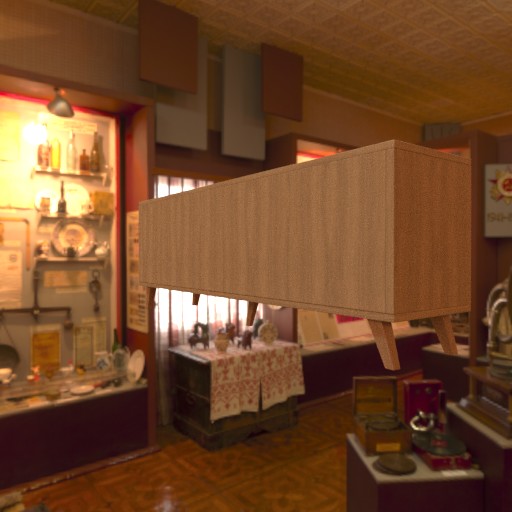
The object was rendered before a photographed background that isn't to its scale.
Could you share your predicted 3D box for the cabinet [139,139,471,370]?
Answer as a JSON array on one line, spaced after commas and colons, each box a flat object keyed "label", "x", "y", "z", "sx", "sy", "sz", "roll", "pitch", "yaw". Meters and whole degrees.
[{"label": "cabinet", "x": 0.000, "y": 0.000, "z": 2.496, "sx": 0.499, "sy": 0.779, "sz": 2.198, "roll": 0, "pitch": 0, "yaw": -37}]
